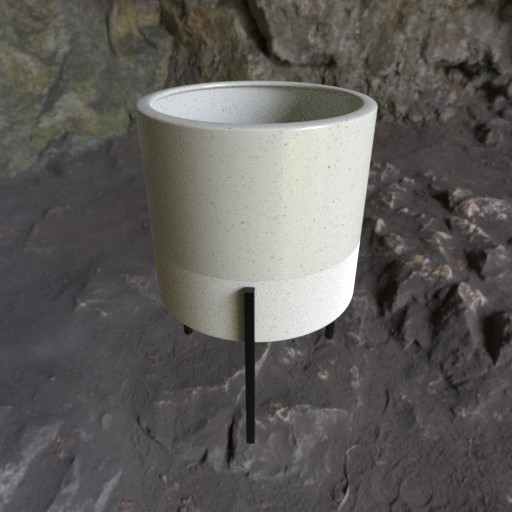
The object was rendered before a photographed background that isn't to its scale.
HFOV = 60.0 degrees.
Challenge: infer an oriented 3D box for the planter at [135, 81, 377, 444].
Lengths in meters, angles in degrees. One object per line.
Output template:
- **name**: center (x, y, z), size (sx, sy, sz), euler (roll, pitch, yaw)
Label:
- **planter**: center (0.000, 0.000, 0.339), size (0.152, 0.230, 0.159), euler (1, 30, 3)
